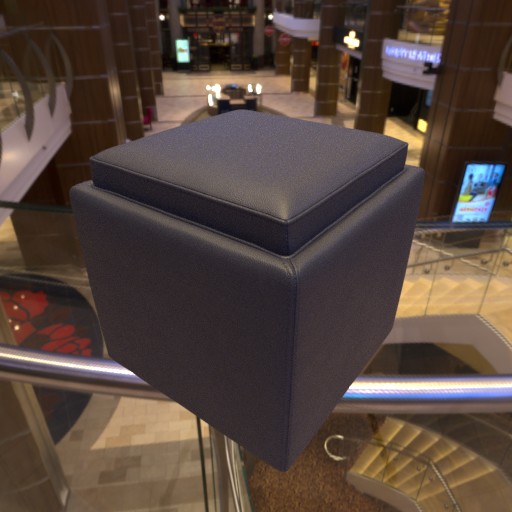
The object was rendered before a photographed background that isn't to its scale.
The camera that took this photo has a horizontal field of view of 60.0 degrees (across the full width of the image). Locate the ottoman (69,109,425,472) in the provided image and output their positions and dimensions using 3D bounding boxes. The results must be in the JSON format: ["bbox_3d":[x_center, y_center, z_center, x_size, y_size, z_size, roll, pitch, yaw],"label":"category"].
[{"bbox_3d":[0.000,0.000,0.833,0.450,0.460,0.451,21,37,31],"label":"ottoman"}]
